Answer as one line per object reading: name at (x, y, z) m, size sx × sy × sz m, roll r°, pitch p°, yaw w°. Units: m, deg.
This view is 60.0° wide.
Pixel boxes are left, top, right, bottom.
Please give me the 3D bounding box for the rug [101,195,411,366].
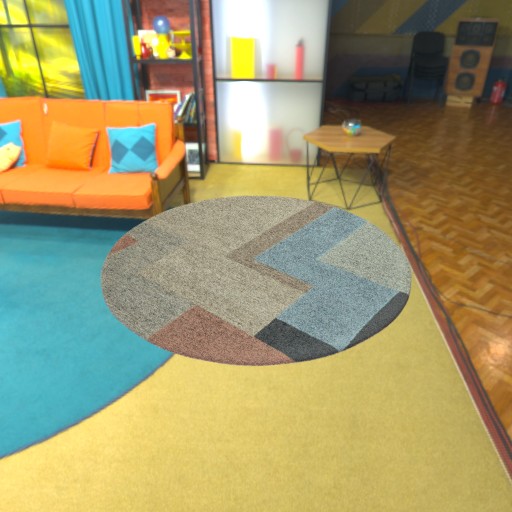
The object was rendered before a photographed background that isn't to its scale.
rug at (0.000, 0.000, 3.655) m, size 2.461 × 0.033 × 2.461 m, roll 0°, pitch 31°, yaw 0°
